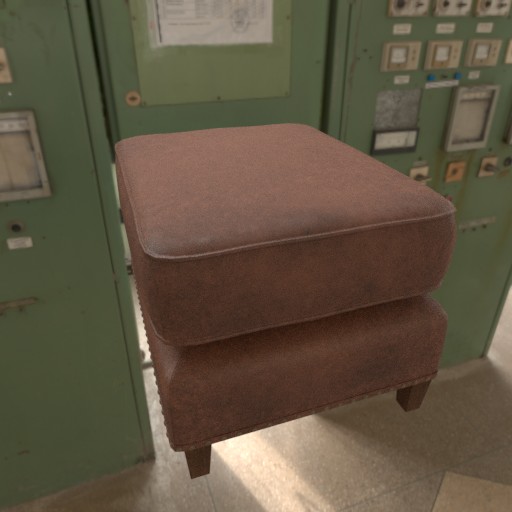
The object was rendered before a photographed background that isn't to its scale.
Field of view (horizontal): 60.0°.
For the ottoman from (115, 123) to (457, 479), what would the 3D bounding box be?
[{"bbox_3d":[0.000,0.000,1.087,0.589,0.537,0.738,-10,31,-17],"label":"ottoman"}]
